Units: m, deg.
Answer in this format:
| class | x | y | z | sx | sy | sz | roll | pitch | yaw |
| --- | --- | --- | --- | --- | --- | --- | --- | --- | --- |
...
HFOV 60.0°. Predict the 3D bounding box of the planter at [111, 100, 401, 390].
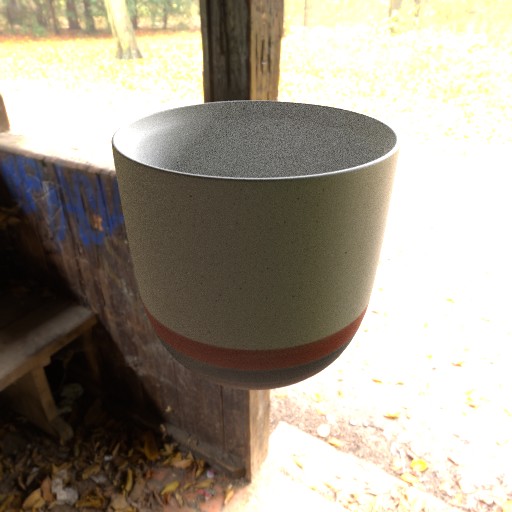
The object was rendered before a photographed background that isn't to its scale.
| class | x | y | z | sx | sy | sz | roll | pitch | yaw |
| --- | --- | --- | --- | --- | --- | --- | --- | --- | --- |
| planter | 0.000 | 0.000 | 0.377 | 0.204 | 0.214 | 0.204 | 0 | 31 | 0 |
